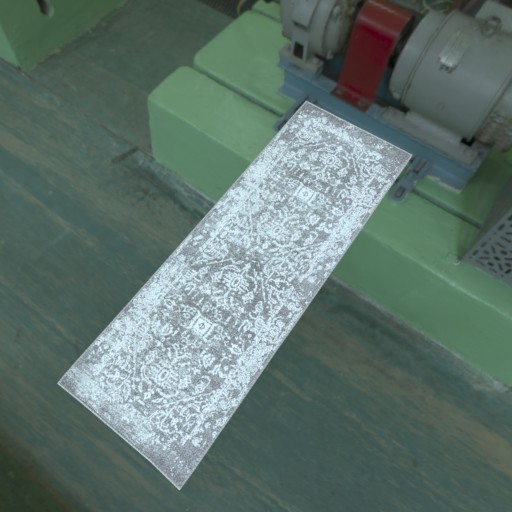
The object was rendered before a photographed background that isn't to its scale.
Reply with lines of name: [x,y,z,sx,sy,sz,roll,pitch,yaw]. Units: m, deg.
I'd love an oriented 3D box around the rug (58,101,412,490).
rug: [0.000,0.000,2.658,0.855,0.017,2.452,33,69,15]
